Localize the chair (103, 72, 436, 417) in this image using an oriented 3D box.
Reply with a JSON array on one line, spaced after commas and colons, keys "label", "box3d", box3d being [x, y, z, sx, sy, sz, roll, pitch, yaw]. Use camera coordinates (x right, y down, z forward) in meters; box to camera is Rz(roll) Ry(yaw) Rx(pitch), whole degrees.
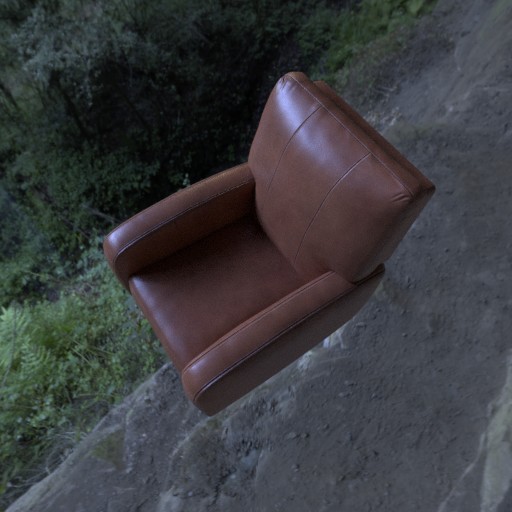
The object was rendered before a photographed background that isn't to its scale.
[{"label": "chair", "box3d": [0.000, 0.000, 1.739, 0.990, 0.990, 0.762, -32, 67, -15]}]
